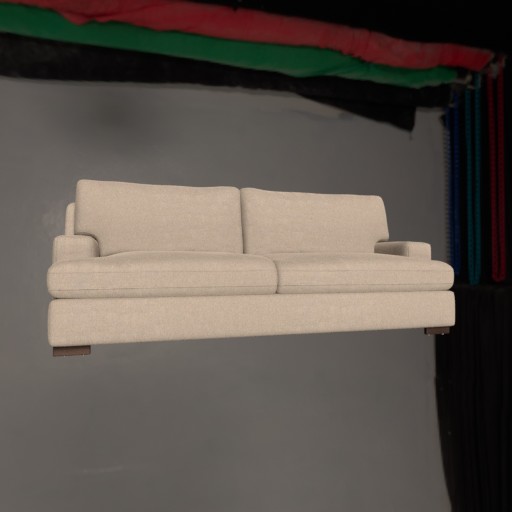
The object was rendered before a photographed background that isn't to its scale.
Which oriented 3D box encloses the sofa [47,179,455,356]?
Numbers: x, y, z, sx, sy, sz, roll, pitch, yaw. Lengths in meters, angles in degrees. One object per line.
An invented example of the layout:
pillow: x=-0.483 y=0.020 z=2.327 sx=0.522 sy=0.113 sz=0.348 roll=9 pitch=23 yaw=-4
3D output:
sofa: x=0.000 y=0.000 z=2.835 sx=2.354 sy=0.980 sz=0.962 roll=0 pitch=-1 yaw=-18
